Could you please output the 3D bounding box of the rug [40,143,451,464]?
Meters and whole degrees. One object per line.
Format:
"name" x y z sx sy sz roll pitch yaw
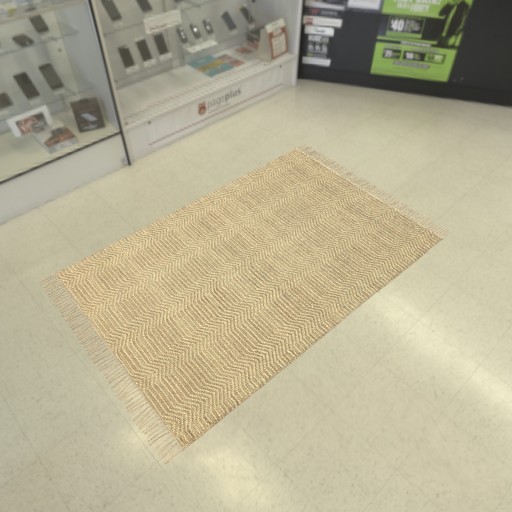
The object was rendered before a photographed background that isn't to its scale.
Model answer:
"rug" 0.000 0.000 3.106 2.523 0.034 1.528 -32 55 -26
